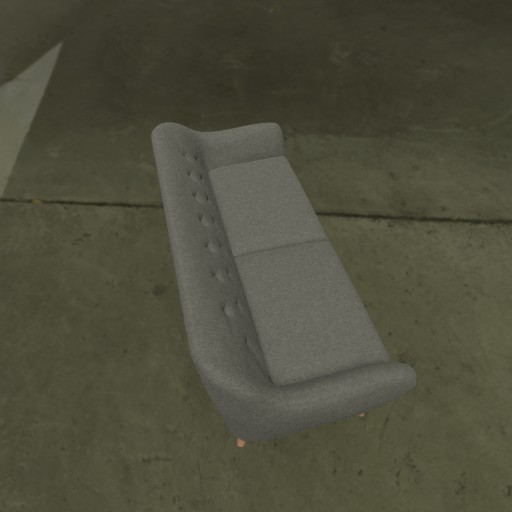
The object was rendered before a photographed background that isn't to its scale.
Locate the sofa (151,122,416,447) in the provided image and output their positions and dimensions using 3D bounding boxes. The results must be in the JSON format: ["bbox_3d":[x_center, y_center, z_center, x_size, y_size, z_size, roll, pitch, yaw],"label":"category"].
[{"bbox_3d":[0.000,0.000,2.276,0.820,0.820,1.840,-11,49,-10],"label":"sofa"}]
